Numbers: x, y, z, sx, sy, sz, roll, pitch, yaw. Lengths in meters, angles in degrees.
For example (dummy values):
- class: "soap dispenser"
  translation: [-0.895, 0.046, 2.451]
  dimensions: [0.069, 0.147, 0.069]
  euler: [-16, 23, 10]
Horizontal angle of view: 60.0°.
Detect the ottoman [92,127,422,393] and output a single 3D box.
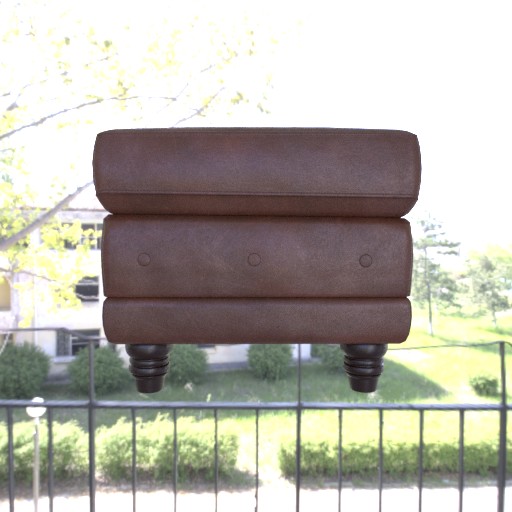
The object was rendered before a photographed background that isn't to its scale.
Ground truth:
- class: "ottoman"
  translation: [0.000, 0.000, 1.168]
  dimensions: [0.588, 0.509, 0.795]
  euler: [0, 2, 0]
